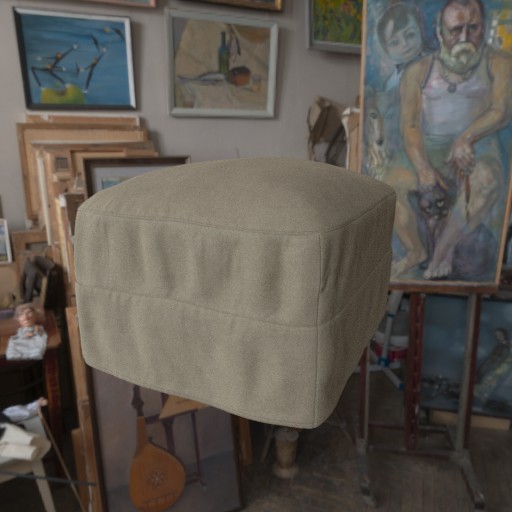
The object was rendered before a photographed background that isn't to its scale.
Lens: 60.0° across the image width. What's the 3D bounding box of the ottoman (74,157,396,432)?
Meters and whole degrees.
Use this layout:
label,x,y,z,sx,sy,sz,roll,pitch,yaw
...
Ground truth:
label,x,y,z,sx,sy,sz,roll,pitch,yaw
ottoman,0.000,0.000,1.108,0.584,0.480,0.712,7,17,25
